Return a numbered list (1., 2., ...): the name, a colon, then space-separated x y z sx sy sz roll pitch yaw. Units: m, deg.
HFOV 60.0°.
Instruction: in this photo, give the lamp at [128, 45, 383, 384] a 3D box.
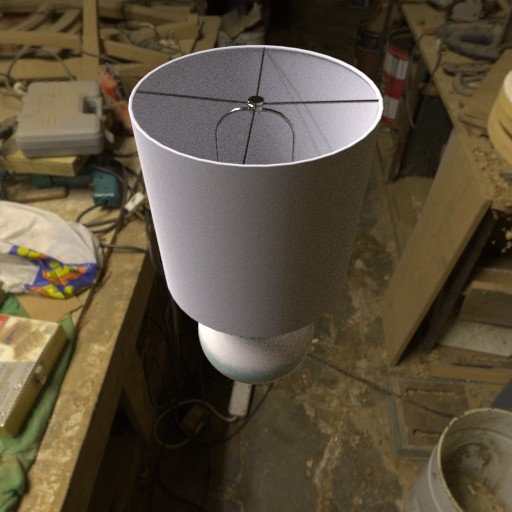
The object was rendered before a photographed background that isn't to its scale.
1. lamp: 0.000 0.000 0.528 0.217 0.404 0.217 3 46 3
